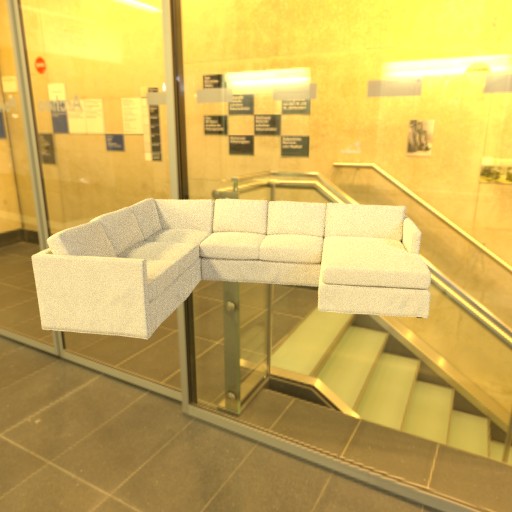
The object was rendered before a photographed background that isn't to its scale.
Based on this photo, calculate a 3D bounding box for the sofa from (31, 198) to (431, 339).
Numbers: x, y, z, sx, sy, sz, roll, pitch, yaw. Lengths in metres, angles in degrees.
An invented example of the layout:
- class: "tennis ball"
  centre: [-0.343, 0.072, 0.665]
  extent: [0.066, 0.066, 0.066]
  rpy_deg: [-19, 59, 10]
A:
- class: "sofa"
  centre: [0.000, 0.000, 4.673]
  extent: [3.460, 0.882, 2.427]
  rpy_deg: [3, 16, 9]
